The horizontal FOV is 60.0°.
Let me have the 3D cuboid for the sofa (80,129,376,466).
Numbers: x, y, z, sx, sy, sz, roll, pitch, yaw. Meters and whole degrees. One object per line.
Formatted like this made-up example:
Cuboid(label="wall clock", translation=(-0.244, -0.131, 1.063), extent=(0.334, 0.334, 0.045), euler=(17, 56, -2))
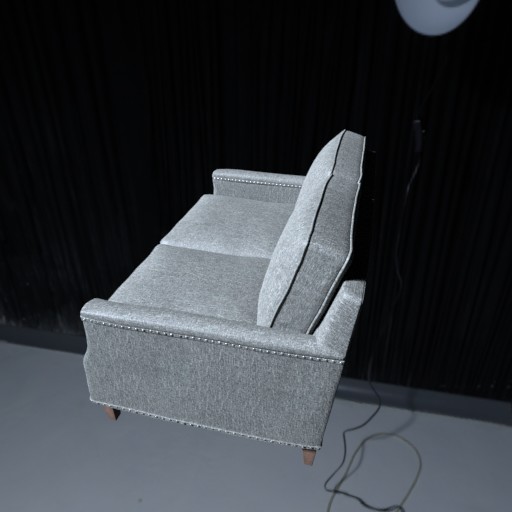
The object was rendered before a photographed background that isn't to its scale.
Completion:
Cuboid(label="sofa", translation=(0.000, 0.000, 2.255), extent=(1.084, 1.003, 1.597), euler=(8, 32, 12))
